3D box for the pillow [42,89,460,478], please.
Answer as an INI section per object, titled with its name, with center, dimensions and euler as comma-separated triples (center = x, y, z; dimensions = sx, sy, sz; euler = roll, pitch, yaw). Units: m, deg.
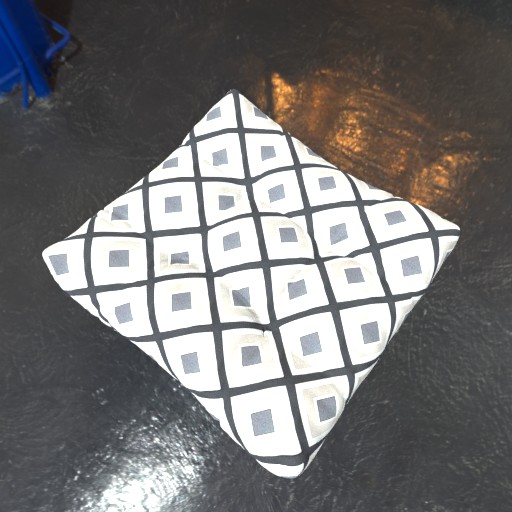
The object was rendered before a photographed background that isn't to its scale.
[pillow]
center = 0.000, 0.000, 0.717
dimensions = 0.490, 0.128, 0.468
euler = 36, 69, 16
